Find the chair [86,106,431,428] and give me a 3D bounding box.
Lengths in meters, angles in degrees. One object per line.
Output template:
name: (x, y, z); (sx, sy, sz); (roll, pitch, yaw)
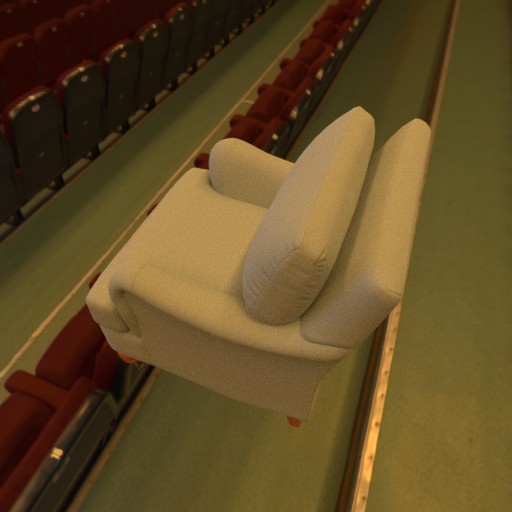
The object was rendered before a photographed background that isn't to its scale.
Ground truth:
chair: (0.000, 0.000, 1.801); (1.070, 1.038, 0.955); (15, 48, 14)
